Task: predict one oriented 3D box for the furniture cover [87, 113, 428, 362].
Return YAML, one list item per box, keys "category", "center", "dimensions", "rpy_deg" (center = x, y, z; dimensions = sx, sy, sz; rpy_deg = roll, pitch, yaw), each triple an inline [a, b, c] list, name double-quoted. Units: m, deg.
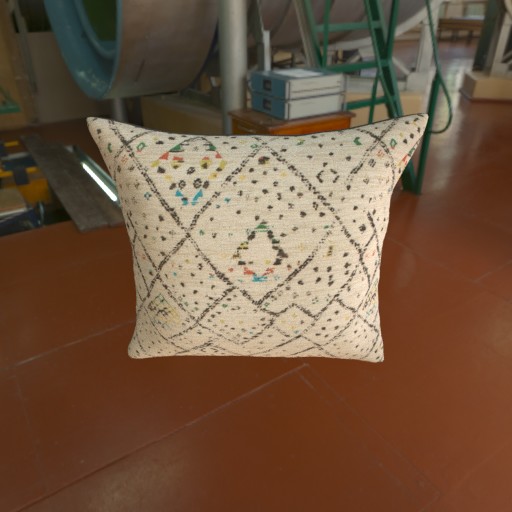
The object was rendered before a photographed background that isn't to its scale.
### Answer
- category: "furniture cover"
  center: [0.000, 0.000, 0.793]
  dimensions: [0.525, 0.498, 0.180]
  rpy_deg: [0, 31, 1]
